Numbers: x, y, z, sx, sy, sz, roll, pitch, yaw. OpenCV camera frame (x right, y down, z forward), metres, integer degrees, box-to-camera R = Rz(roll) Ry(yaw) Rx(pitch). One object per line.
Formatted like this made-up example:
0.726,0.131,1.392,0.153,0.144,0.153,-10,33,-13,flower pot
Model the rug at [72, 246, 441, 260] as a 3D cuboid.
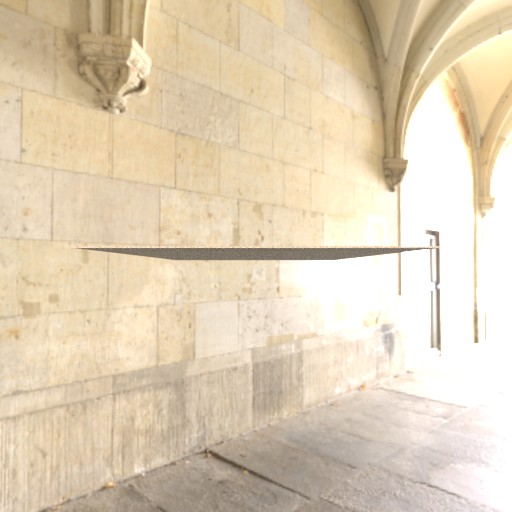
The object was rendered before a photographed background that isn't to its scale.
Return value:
0.000,0.000,3.048,1.524,0.008,2.440,0,-2,0,rug
